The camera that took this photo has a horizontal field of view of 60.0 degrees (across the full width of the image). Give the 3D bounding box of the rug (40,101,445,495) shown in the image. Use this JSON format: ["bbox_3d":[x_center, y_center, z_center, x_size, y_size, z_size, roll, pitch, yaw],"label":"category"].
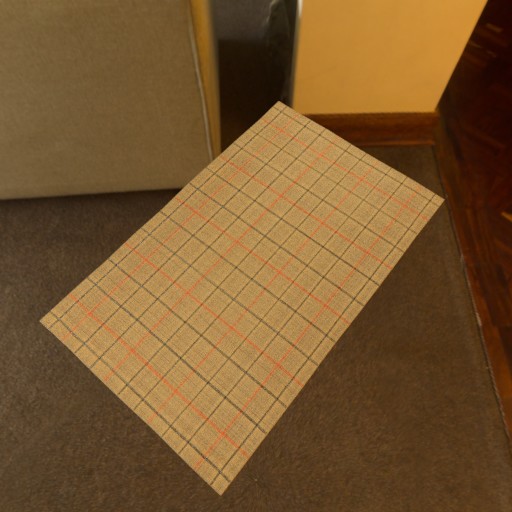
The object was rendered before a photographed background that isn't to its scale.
[{"bbox_3d":[0.000,0.000,2.996,1.524,0.015,2.439,36,69,17],"label":"rug"}]
